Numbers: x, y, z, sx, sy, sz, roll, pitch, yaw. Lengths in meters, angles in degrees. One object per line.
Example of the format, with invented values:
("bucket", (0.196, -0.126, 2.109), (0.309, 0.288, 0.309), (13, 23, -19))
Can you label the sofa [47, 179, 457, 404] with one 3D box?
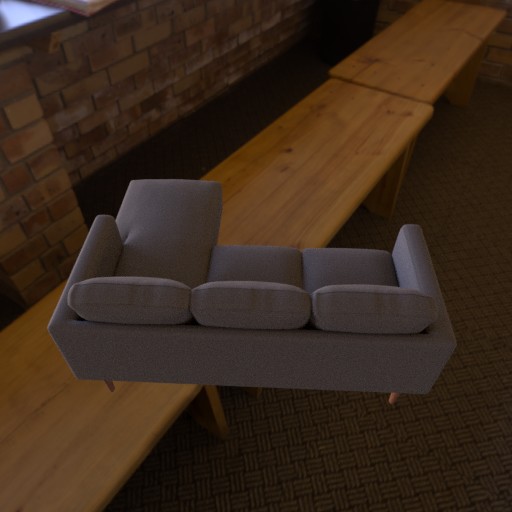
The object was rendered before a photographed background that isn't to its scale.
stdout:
("sofa", (0.000, 0.000, 2.888), (2.031, 0.897, 1.591), (2, 47, 2))
